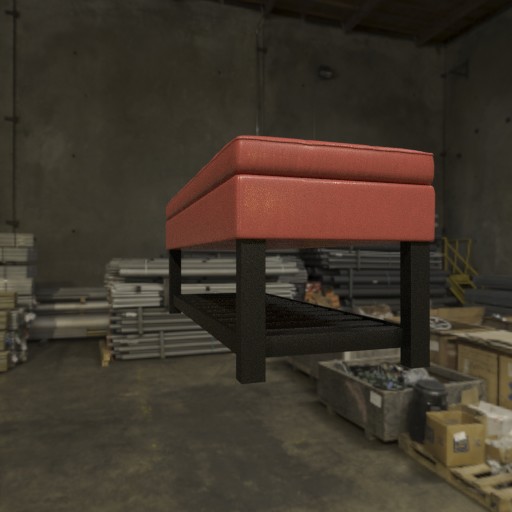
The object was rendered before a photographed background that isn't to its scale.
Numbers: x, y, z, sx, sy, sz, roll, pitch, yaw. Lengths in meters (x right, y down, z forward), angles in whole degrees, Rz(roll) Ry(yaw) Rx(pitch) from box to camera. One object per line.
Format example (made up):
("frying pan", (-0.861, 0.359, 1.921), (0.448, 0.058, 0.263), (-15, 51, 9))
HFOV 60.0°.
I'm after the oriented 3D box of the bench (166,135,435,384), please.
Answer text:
("bench", (0.000, 0.000, 1.361), (0.432, 0.460, 1.105), (0, 0, -18))
